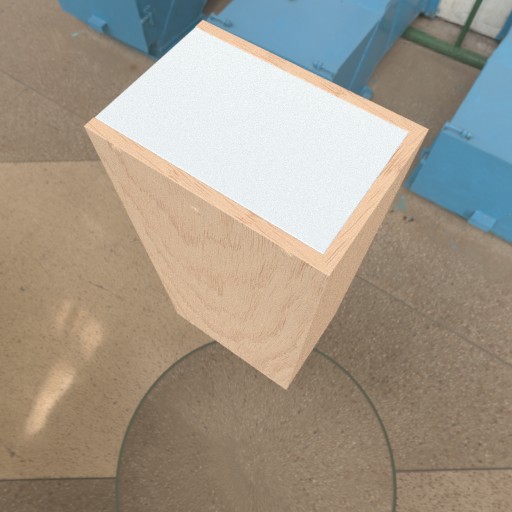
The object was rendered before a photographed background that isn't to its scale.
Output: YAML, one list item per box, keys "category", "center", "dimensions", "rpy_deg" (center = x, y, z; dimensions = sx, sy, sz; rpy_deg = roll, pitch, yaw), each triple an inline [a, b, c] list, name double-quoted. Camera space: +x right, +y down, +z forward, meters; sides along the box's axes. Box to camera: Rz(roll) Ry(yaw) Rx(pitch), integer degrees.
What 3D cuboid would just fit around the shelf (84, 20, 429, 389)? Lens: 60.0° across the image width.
- category: "shelf"
  center: [0.000, 0.000, 0.720]
  dimensions: [0.290, 0.600, 0.200]
  rpy_deg: [32, 68, 14]
